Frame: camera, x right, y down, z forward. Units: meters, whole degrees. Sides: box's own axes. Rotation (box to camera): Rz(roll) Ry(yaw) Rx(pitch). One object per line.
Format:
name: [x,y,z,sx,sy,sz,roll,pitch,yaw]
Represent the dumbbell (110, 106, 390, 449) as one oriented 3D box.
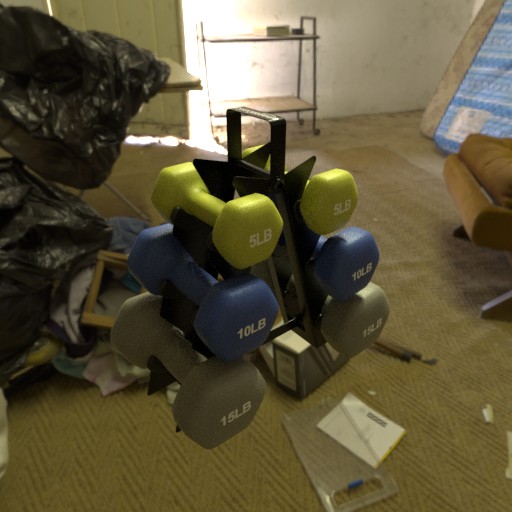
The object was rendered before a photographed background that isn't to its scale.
dumbbell: [0.000,0.000,0.676,0.416,0.426,0.261,-22,37,-33]
